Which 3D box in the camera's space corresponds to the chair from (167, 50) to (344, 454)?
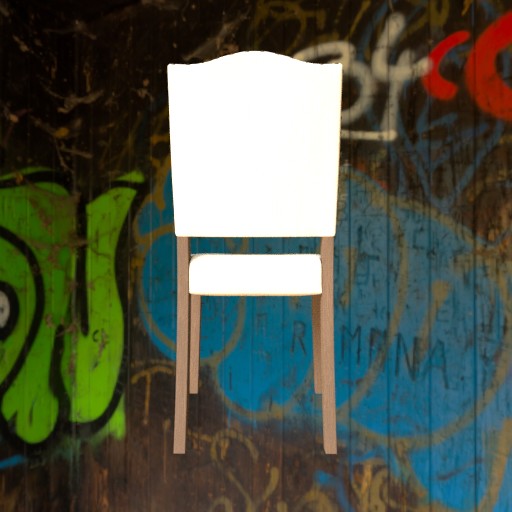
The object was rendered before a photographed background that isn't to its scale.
[{"bbox_3d":[0.000,0.000,1.382,0.508,1.015,0.619,0,-1,0],"label":"chair"}]
